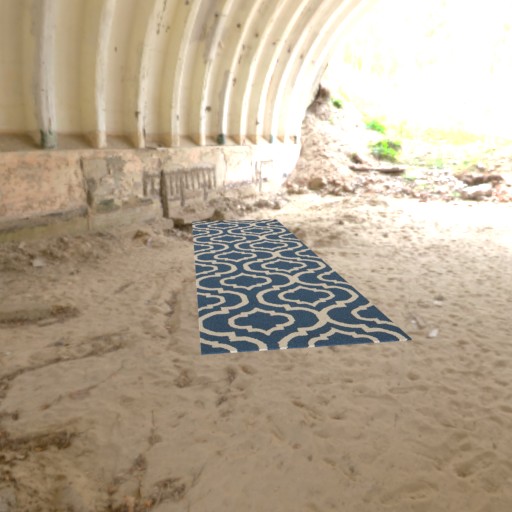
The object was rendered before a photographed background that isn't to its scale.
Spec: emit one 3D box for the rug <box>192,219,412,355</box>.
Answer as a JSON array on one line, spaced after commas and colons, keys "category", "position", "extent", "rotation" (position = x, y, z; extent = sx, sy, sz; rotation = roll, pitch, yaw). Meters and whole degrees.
[{"category": "rug", "position": [0.000, 0.000, 2.500], "extent": [0.685, 0.006, 2.296], "rotation": [-2, 15, -8]}]
